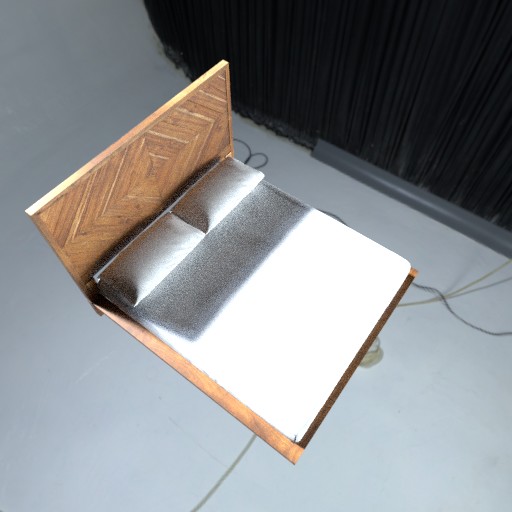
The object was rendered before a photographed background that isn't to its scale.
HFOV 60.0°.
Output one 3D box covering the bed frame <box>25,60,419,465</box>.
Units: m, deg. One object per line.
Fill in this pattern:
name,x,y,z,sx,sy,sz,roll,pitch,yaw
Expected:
bed frame,0.000,0.000,3.607,2.235,1.537,2.038,32,63,19
